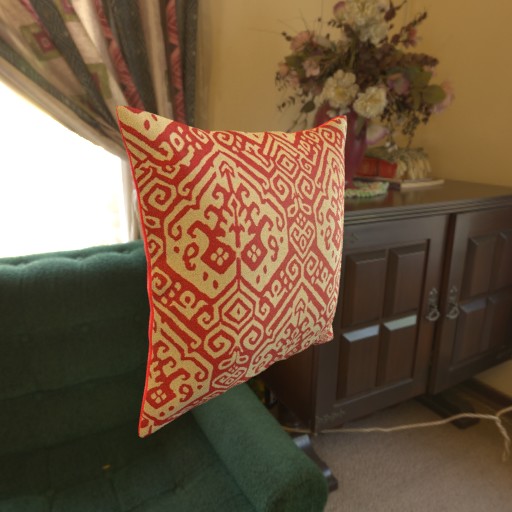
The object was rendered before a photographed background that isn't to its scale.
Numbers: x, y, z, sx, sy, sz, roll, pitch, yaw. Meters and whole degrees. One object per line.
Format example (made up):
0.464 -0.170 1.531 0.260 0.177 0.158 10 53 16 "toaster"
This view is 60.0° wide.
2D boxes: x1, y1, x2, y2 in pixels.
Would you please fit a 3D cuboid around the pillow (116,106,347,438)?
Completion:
0.000 0.000 0.815 0.522 0.507 0.192 -15 21 -43 "pillow"
